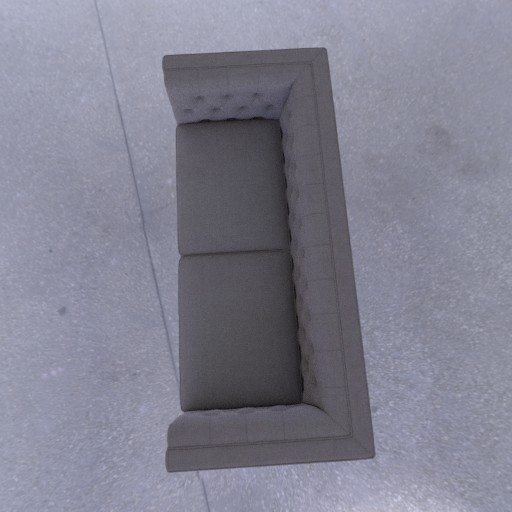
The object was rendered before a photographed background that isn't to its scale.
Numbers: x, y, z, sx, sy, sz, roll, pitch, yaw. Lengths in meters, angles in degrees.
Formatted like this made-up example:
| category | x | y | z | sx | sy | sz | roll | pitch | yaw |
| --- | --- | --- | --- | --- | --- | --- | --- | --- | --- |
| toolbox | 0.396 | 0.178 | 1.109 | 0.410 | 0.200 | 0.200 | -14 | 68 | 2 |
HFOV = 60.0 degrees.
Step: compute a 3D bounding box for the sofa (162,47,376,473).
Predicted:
| category | x | y | z | sx | sy | sz | roll | pitch | yaw |
| --- | --- | --- | --- | --- | --- | --- | --- | --- | --- |
| sofa | 0.000 | 0.000 | 2.193 | 0.775 | 0.762 | 1.778 | -3 | 75 | -1 |
